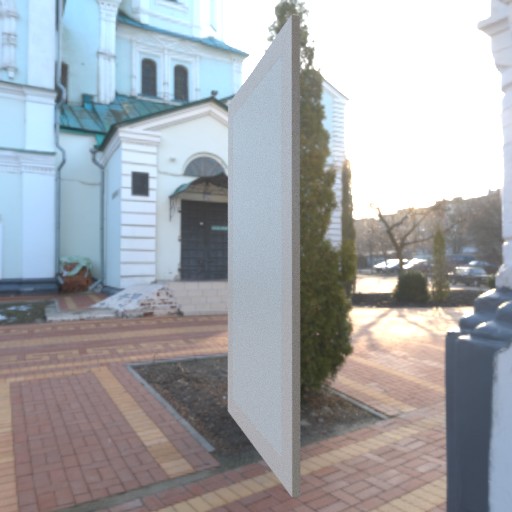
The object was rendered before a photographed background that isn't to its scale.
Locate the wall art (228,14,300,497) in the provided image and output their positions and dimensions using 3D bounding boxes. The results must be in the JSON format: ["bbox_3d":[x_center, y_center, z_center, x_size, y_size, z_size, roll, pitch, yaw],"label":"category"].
[{"bbox_3d":[0.000,0.000,0.809,0.013,0.683,0.380,0,-1,-17],"label":"wall art"}]
